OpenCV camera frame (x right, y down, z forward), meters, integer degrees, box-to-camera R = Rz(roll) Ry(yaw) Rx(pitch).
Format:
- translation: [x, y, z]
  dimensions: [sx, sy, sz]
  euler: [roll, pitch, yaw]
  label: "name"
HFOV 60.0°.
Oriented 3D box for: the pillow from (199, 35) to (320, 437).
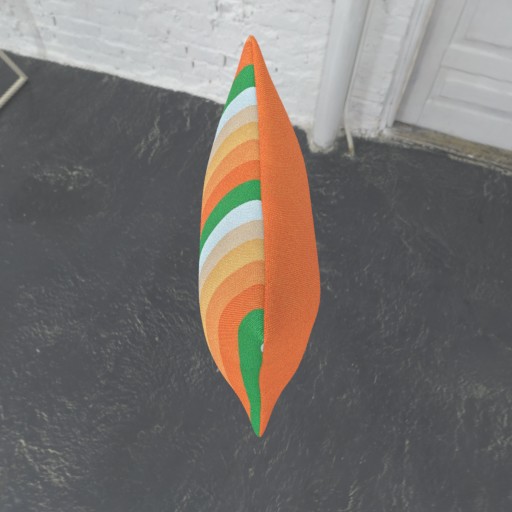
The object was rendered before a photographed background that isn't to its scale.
- translation: [0.000, 0.000, 0.682]
  dimensions: [0.169, 0.444, 0.453]
  euler: [-1, 58, -1]
  label: "pillow"
